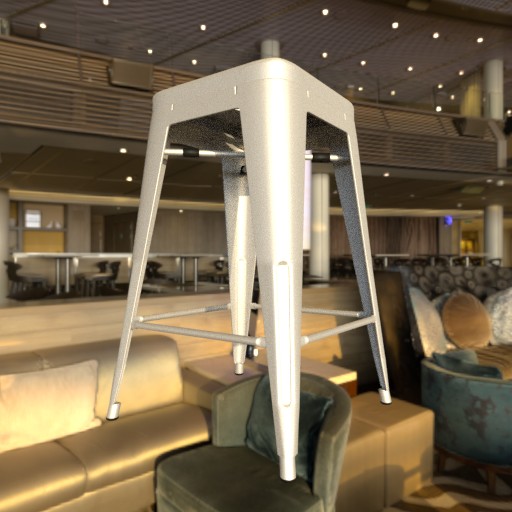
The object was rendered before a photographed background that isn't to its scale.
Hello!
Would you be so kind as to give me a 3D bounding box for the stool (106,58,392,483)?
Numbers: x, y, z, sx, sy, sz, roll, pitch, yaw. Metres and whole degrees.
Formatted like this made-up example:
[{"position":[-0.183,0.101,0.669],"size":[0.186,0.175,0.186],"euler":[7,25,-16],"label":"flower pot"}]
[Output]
[{"position":[0.000,0.000,0.869],"size":[0.406,0.610,0.406],"euler":[0,0,36],"label":"stool"}]
